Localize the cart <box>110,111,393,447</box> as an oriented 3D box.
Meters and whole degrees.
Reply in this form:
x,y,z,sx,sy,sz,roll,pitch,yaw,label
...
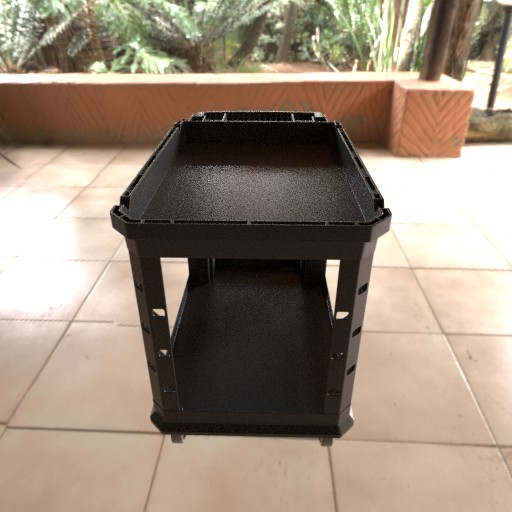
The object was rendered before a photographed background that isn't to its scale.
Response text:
x,y,z,sx,sy,sz,roll,pitch,yaw,label
0.000,0.000,1.752,0.674,0.884,1.239,1,30,1,cart
